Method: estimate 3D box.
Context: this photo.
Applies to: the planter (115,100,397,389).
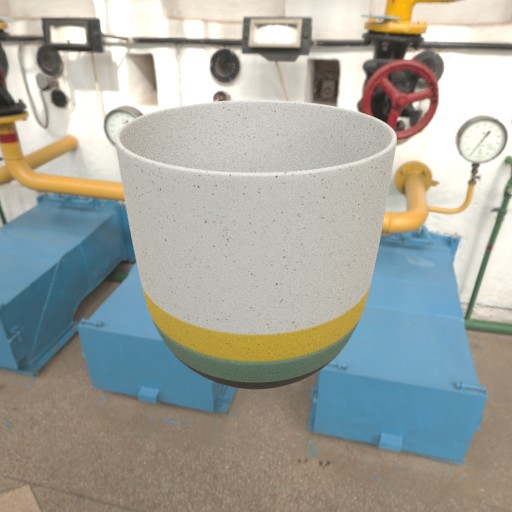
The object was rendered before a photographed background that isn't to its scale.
[{"bbox_3d":[0.000,0.000,0.371,0.195,0.214,0.195,0,30,0],"label":"planter"}]
